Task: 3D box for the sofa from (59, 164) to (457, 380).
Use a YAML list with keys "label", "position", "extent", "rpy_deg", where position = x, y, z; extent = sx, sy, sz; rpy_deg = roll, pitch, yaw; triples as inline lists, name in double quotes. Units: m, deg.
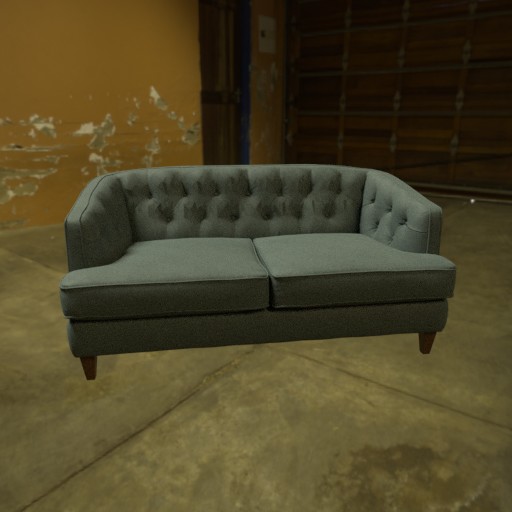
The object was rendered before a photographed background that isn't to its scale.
- label: "sofa"
  position: [0.000, 0.000, 2.293]
  extent: [1.733, 0.855, 0.941]
  rpy_deg: [-2, 17, -8]
